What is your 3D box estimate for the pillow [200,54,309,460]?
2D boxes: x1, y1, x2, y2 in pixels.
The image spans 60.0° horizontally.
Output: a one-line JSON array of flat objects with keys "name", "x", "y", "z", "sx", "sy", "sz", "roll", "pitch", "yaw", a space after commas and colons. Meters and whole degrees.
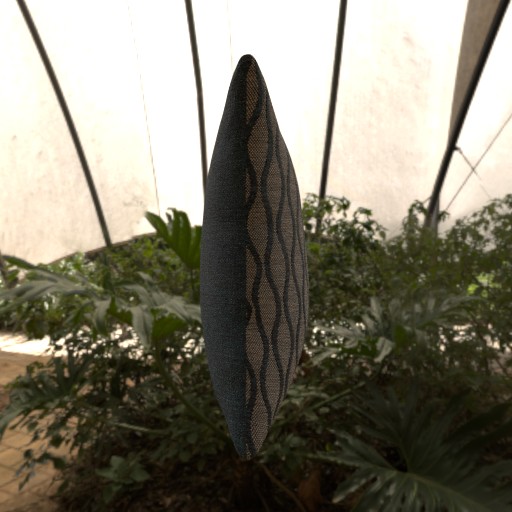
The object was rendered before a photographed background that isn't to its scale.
[{"name": "pillow", "x": 0.000, "y": 0.000, "z": 0.675, "sx": 0.159, "sy": 0.435, "sz": 0.435, "roll": 0, "pitch": 1, "yaw": 0}]
